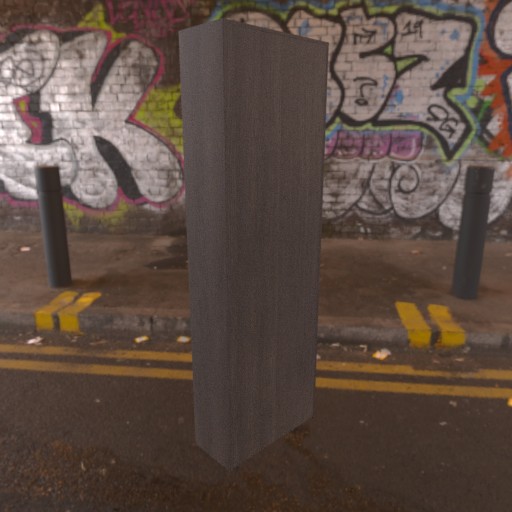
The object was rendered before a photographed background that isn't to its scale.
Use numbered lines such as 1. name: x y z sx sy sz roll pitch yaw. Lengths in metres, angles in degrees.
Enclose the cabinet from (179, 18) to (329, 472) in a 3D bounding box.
1. cabinet: 0.000 0.000 1.808 0.520 1.630 0.255 -14 20 -42
